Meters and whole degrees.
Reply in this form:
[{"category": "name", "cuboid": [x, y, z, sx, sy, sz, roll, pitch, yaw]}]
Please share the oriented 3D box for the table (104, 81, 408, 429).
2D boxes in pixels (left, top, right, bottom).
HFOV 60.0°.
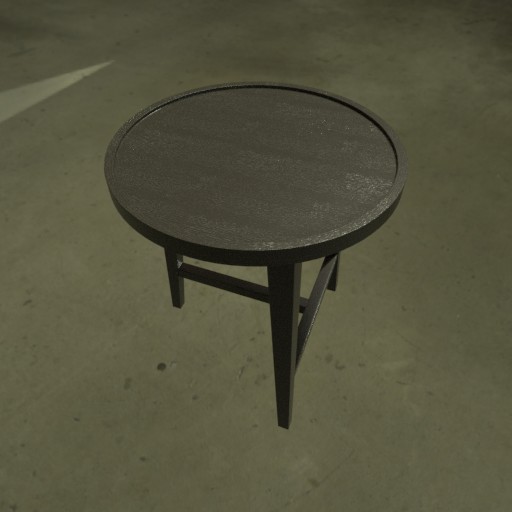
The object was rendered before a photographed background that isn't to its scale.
[{"category": "table", "cuboid": [0.000, 0.000, 0.938, 0.500, 0.531, 0.500, 0, 46, 0]}]
